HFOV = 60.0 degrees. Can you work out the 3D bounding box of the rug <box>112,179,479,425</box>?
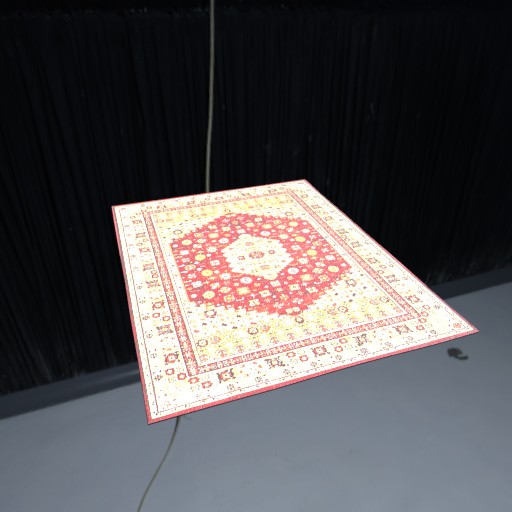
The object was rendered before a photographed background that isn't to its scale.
[{"bbox_3d":[0.000,0.000,4.112,2.387,0.013,3.053,-11,34,-16],"label":"rug"}]
